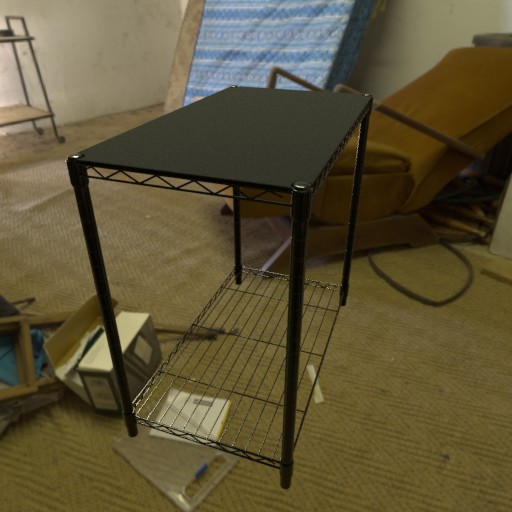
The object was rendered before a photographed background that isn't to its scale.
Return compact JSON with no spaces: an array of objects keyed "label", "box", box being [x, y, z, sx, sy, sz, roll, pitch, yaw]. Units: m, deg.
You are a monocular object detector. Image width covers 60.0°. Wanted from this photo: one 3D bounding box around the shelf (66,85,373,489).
[{"label":"shelf","box":[0.000,0.000,0.919,0.338,0.564,0.589,10,32,17]}]
